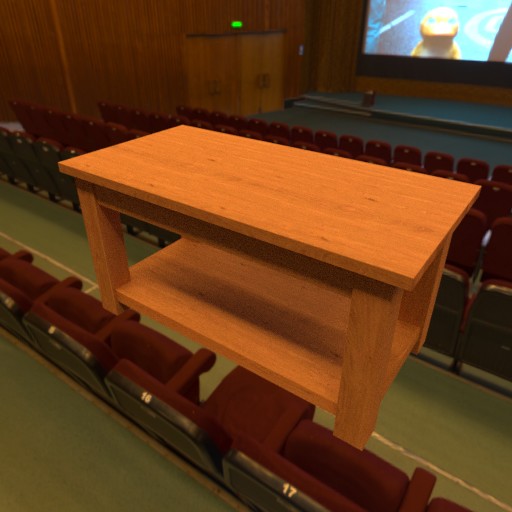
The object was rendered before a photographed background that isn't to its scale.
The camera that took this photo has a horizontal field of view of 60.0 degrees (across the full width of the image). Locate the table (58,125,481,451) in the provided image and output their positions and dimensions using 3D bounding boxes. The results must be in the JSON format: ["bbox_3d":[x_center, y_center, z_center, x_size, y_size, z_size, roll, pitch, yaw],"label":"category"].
[{"bbox_3d":[0.000,0.000,1.158,0.899,0.452,0.450,20,36,30],"label":"table"}]
